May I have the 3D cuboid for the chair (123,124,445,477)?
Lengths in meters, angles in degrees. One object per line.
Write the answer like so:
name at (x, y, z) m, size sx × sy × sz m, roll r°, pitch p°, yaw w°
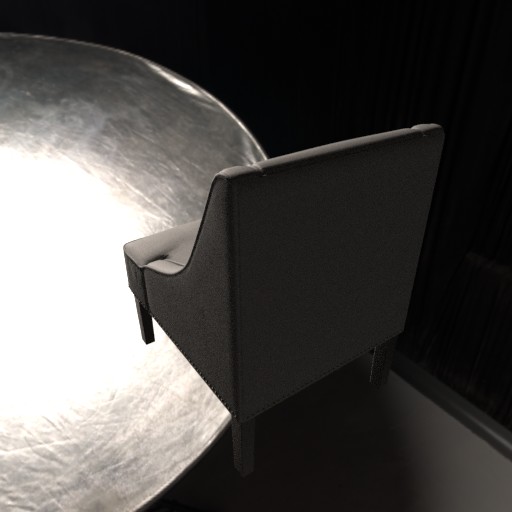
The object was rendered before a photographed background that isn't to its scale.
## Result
chair at (0.000, 0.000, 1.389) m, size 0.631 × 0.867 × 0.747 m, roll -20°, pitch 36°, yaw -30°
